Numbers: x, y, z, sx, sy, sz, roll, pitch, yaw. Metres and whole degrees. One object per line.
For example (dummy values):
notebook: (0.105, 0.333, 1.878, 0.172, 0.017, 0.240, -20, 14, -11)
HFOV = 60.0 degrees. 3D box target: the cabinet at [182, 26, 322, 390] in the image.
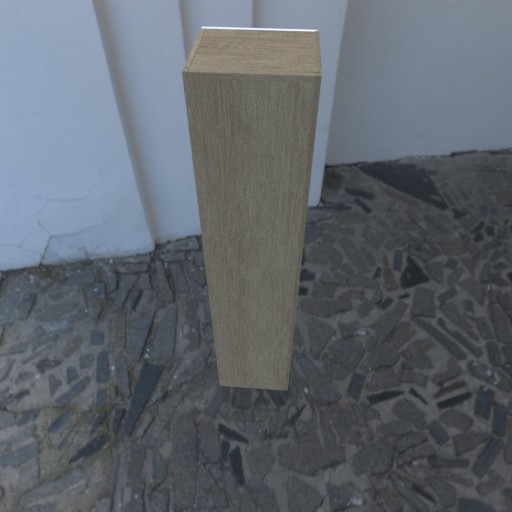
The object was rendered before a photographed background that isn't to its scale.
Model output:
cabinet: (0.000, 0.000, 1.544, 0.300, 1.400, 0.270, 3, 46, 3)
